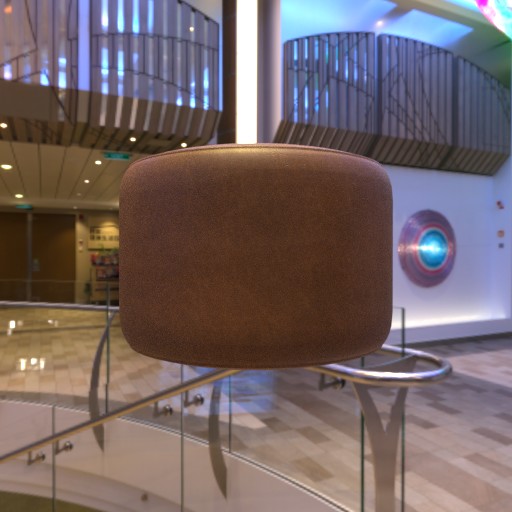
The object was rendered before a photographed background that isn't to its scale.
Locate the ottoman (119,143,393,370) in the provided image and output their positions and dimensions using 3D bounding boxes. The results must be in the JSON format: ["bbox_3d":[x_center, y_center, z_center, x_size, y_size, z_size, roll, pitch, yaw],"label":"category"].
[{"bbox_3d":[0.000,0.000,1.029,0.607,0.438,0.607,0,0,0],"label":"ottoman"}]
